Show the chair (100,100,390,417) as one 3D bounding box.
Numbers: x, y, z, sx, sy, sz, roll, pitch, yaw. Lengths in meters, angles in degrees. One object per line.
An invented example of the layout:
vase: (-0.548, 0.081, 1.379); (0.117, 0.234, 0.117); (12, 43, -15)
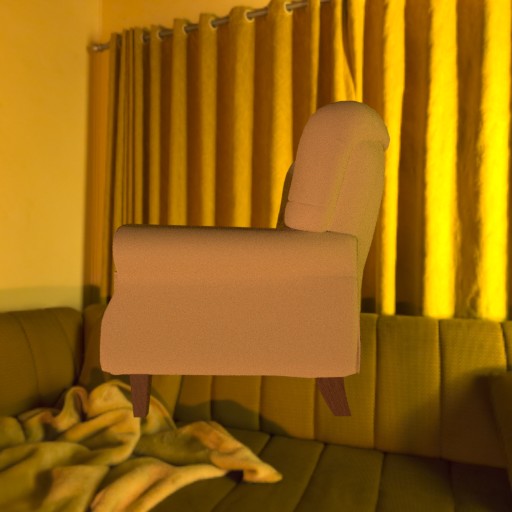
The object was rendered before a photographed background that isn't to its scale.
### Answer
chair: (0.000, 0.000, 2.007); (1.132, 1.169, 1.035); (0, -1, 0)
